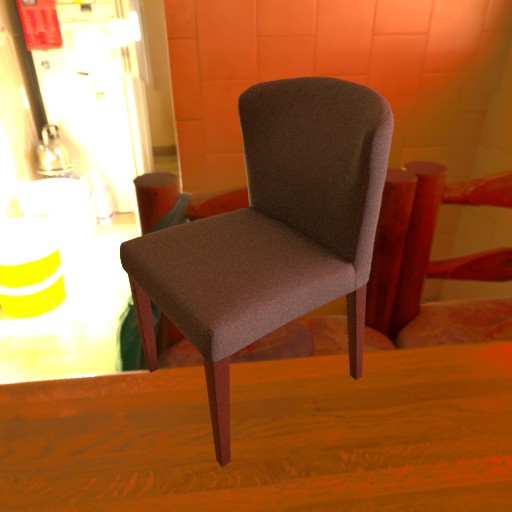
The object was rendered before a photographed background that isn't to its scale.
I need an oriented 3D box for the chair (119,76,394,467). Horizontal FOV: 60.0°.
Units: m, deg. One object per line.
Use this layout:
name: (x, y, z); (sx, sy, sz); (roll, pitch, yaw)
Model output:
chair: (0.000, 0.000, 1.189); (0.592, 0.839, 0.491); (-21, 36, -31)
